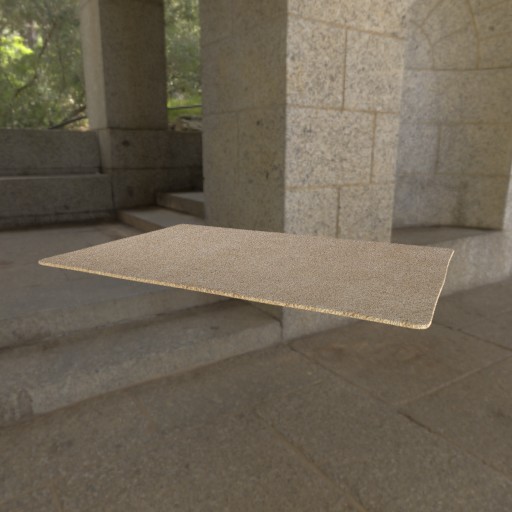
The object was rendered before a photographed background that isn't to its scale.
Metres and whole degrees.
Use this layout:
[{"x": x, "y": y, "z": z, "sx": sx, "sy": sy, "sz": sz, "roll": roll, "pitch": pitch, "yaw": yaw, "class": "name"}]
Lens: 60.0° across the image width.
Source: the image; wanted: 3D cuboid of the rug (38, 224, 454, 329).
[{"x": 0.000, "y": 0.000, "z": 3.412, "sx": 2.700, "sy": 0.024, "sz": 1.801, "roll": 7, "pitch": 15, "yaw": 26, "class": "rug"}]
